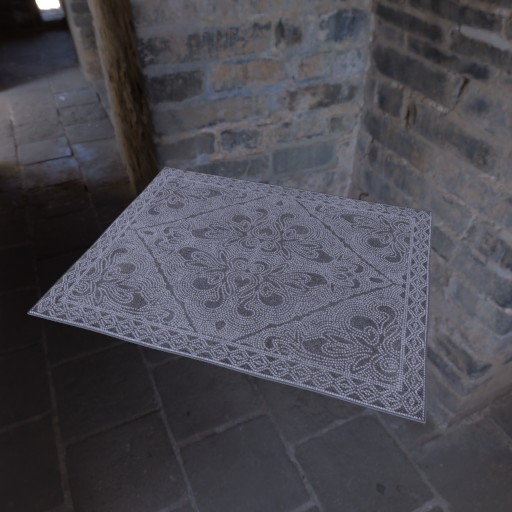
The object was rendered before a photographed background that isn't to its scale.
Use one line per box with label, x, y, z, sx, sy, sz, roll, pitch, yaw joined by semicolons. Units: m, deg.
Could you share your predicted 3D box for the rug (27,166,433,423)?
rug;0.000;0.000;4.020;3.048;0.012;2.438;12;43;14
